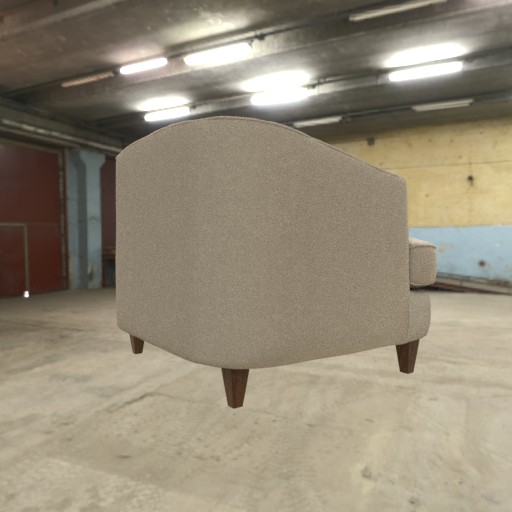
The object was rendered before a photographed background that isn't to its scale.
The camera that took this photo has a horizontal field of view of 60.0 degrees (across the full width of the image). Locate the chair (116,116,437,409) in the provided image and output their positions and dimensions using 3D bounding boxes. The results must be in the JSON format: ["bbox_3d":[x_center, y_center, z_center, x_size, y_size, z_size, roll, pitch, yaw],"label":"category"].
[{"bbox_3d":[0.000,0.000,1.806,0.941,0.852,1.104,-1,2,-36],"label":"chair"}]
